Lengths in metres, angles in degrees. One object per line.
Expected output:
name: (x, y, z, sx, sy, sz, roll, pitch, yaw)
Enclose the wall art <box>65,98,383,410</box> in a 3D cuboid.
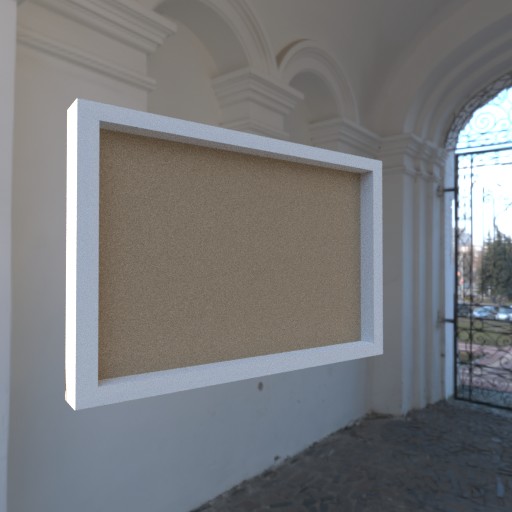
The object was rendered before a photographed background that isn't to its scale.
wall art: (0.000, 0.000, 0.486, 0.384, 0.254, 0.039, 1, -1, -35)
